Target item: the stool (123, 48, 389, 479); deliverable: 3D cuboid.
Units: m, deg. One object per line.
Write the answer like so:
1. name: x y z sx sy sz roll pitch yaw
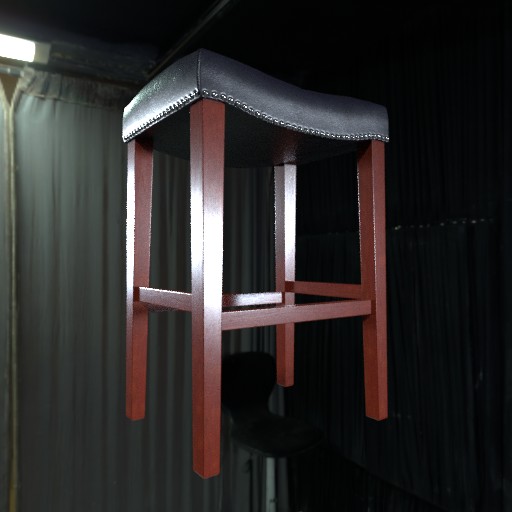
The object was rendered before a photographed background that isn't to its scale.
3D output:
1. stool: 0.000 0.000 1.020 0.504 0.742 0.372 0 0 -36
